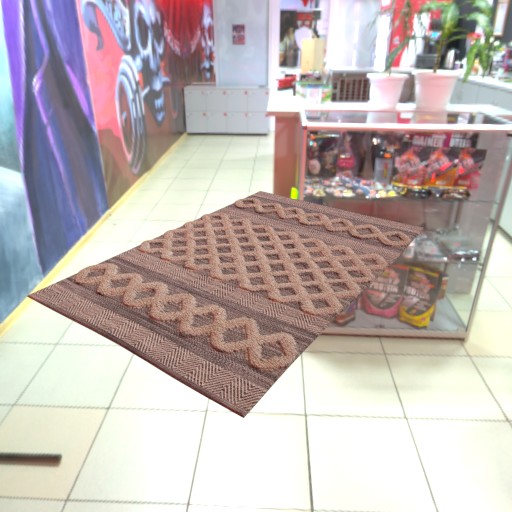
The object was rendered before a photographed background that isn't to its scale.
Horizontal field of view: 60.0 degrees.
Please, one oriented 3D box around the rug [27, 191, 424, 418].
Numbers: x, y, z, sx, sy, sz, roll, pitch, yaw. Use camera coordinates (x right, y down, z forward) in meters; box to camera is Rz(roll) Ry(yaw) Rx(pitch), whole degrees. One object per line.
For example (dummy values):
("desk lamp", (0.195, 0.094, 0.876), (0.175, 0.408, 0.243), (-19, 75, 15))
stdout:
("rug", (0.000, 0.000, 2.328), (1.222, 0.030, 1.823), (18, 31, 31))
